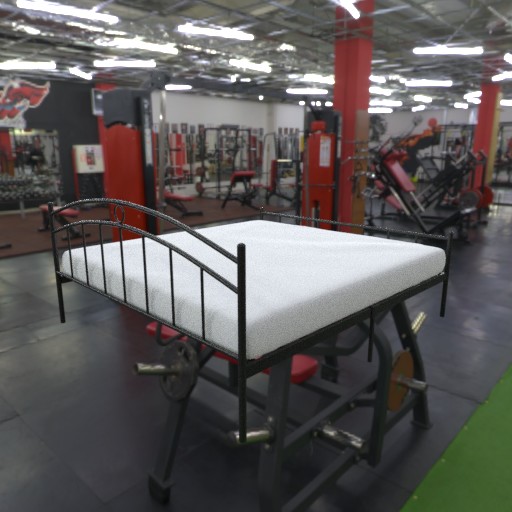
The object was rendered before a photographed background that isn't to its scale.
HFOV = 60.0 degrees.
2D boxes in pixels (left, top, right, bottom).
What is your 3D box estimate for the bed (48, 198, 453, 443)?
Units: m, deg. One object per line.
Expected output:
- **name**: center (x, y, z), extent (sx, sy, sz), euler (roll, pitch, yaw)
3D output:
- **bed**: center (0.000, 0.000, 3.079), extent (1.880, 0.940, 2.040), euler (13, 19, 43)
